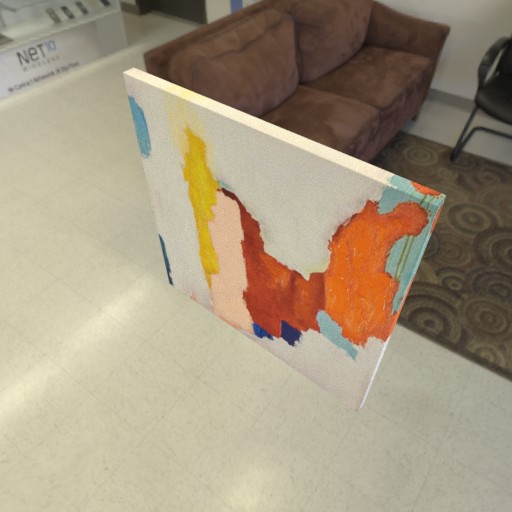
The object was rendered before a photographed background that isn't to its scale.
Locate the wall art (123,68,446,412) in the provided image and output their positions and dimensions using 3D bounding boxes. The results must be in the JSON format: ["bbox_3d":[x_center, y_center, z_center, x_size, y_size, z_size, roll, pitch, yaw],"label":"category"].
[{"bbox_3d":[0.000,0.000,1.225,0.814,0.814,0.037,30,54,25],"label":"wall art"}]
